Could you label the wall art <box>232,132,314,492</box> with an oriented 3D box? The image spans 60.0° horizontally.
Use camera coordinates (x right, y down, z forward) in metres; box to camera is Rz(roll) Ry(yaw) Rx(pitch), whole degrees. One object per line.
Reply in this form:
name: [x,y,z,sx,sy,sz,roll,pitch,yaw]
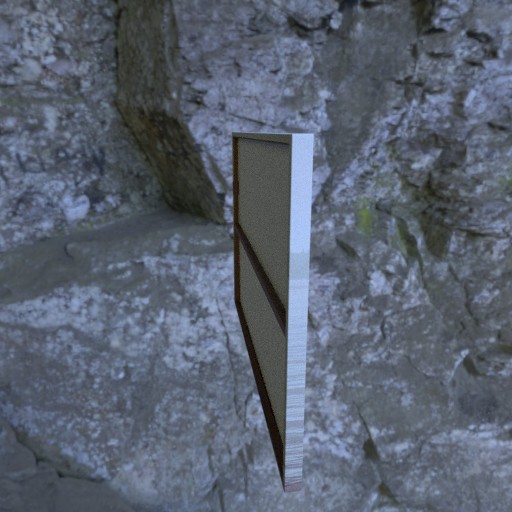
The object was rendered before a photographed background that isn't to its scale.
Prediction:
wall art: [0.000,0.000,1.423,0.040,0.765,1.149,-2,16,-8]
